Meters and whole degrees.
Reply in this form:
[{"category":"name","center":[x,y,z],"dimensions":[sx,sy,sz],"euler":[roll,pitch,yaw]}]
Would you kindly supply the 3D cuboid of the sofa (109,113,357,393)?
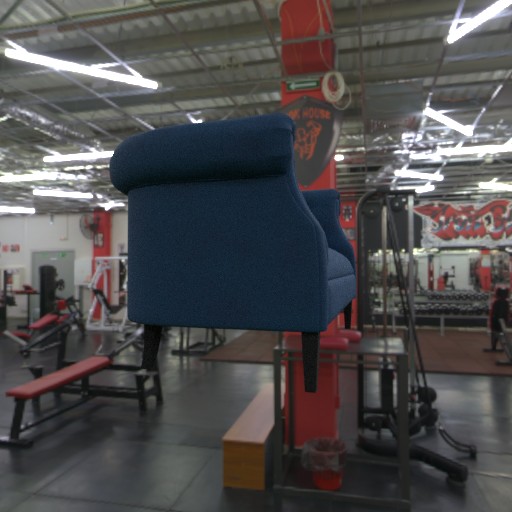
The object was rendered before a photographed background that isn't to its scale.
[{"category":"sofa","center":[0.000,0.000,2.056],"dimensions":[0.835,0.827,1.558],"euler":[0,-1,16]}]
